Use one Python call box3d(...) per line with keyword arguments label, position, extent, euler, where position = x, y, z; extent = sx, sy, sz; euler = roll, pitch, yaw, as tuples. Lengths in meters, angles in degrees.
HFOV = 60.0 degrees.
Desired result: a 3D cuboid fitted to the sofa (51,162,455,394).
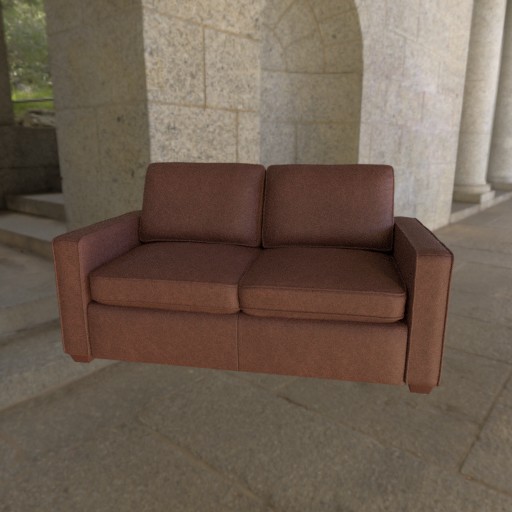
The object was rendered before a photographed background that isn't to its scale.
box3d(label="sofa", position=(0.000, 0.000, 2.278), extent=(1.709, 0.918, 0.947), euler=(2, 14, 10))
